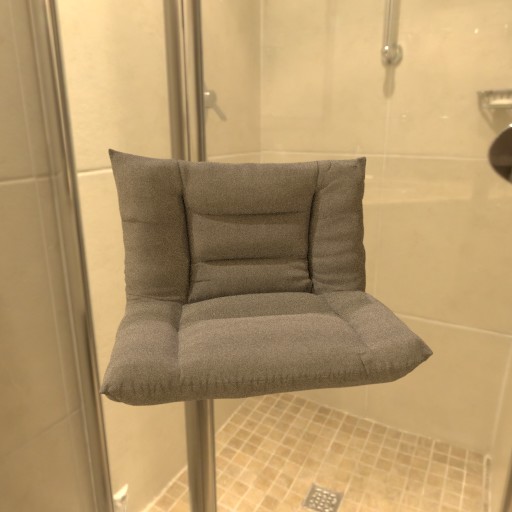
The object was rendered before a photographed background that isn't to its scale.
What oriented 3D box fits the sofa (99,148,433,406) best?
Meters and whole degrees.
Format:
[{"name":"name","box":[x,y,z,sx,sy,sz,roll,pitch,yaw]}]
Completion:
[{"name":"sofa","box":[0.000,0.000,1.733,1.144,0.795,0.847,-3,17,-9]}]
